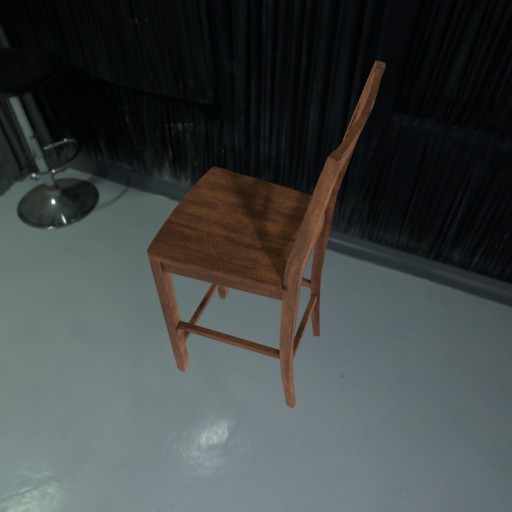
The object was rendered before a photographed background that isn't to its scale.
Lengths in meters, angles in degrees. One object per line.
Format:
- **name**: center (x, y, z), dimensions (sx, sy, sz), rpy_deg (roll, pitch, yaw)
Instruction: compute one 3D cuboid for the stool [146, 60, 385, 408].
- **stool**: center (0.000, 0.000, 1.358), dimensions (0.504, 1.098, 0.426), rpy_deg (16, 49, 15)
